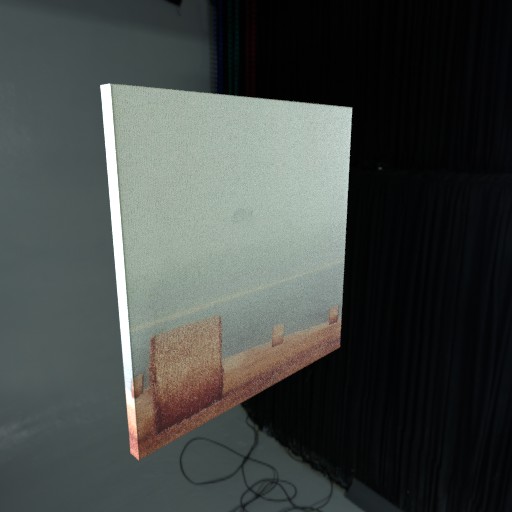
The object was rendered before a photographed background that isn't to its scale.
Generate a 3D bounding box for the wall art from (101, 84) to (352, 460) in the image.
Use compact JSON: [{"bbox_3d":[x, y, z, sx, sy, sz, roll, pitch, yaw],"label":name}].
[{"bbox_3d":[0.000,0.000,1.134,0.042,0.760,0.760,14,20,43],"label":"wall art"}]
